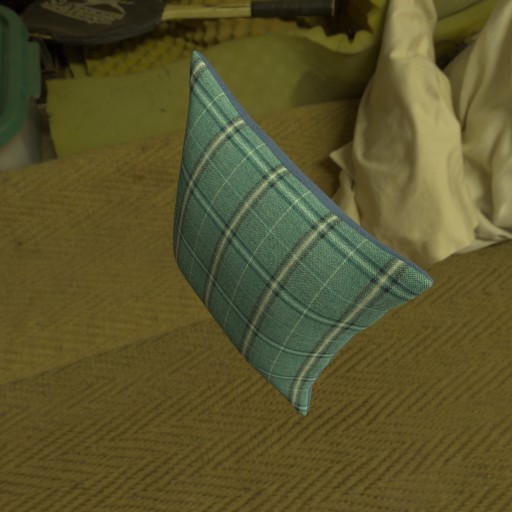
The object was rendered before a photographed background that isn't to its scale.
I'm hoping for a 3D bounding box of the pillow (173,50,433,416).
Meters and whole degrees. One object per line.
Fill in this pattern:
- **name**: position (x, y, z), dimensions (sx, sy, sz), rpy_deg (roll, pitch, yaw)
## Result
- **pillow**: position (0.000, 0.000, 0.710), dimensions (0.200, 0.430, 0.453), rpy_deg (-33, 66, -16)
